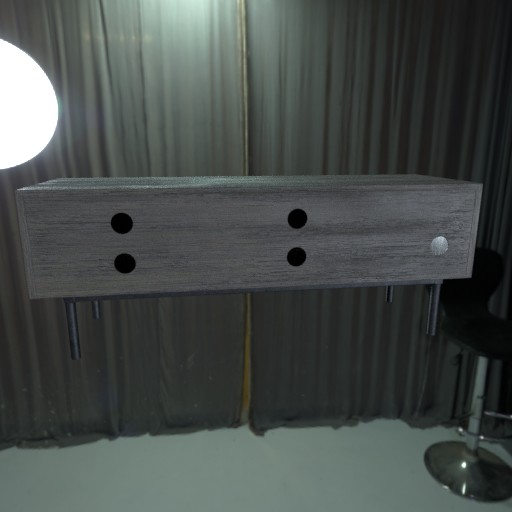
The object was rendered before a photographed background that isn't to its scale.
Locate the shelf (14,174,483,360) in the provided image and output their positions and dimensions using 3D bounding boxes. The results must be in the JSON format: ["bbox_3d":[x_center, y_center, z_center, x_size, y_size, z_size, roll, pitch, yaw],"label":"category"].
[{"bbox_3d":[0.000,0.000,1.469,1.300,0.495,0.400,-2,14,-8],"label":"shelf"}]
